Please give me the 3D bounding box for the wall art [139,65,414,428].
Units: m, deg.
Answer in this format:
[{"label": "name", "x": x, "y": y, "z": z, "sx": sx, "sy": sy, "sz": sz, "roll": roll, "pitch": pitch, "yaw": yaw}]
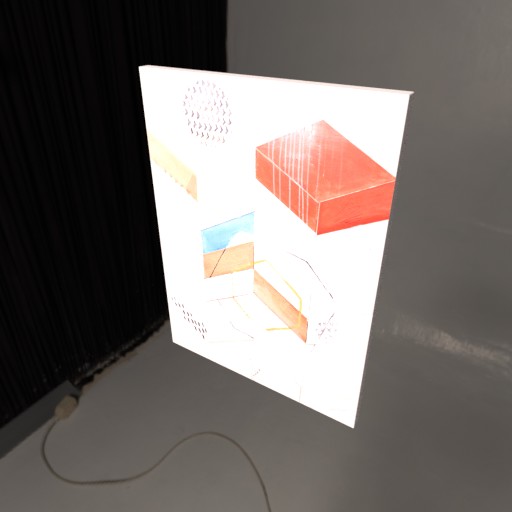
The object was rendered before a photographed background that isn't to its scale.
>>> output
[{"label": "wall art", "x": 0.000, "y": 0.000, "z": 1.614, "sx": 0.914, "sy": 1.221, "sz": 0.046, "roll": 18, "pitch": 35, "yaw": 28}]
